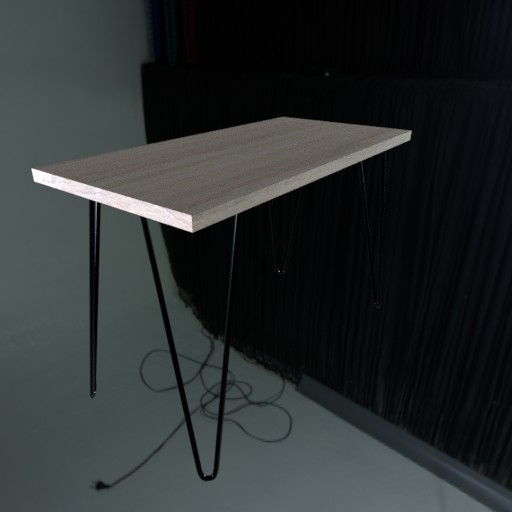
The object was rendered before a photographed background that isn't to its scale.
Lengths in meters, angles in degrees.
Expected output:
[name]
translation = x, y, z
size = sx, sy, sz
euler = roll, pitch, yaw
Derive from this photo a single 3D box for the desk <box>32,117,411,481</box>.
[desk]
translation = 0.000, 0.000, 1.345
size = 0.499, 0.660, 0.991
euler = 18, 31, 33
